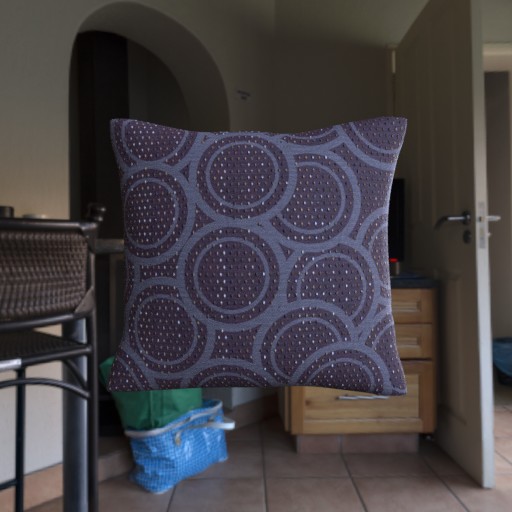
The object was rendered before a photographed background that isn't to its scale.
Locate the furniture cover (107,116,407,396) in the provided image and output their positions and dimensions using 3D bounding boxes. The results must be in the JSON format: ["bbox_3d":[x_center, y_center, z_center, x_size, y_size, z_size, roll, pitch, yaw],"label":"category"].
[{"bbox_3d":[0.000,0.000,0.818,0.552,0.509,0.193,0,0,1],"label":"furniture cover"}]
